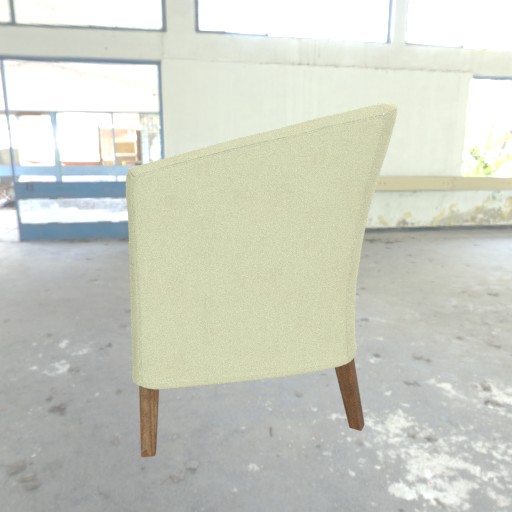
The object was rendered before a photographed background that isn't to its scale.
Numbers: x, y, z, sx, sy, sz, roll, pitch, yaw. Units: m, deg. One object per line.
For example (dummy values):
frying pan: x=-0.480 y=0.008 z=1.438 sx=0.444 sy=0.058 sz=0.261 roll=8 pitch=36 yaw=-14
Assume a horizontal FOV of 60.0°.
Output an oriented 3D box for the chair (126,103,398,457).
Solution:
chair: x=0.000 y=0.000 z=1.282 sx=0.657 sy=0.822 sz=0.643 roll=-2 pitch=13 yaw=-8
